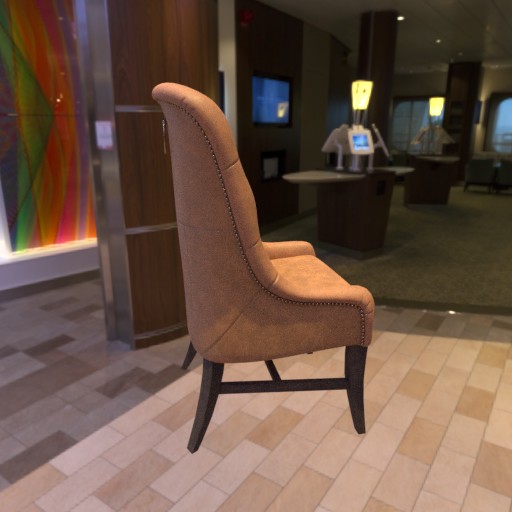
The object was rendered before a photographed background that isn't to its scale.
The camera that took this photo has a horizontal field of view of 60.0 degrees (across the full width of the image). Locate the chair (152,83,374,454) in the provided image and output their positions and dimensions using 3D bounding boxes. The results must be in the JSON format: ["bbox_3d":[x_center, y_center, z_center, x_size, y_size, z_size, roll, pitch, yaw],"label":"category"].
[{"bbox_3d":[0.000,0.000,1.518,0.629,1.091,0.634,-3,17,-11],"label":"chair"}]
